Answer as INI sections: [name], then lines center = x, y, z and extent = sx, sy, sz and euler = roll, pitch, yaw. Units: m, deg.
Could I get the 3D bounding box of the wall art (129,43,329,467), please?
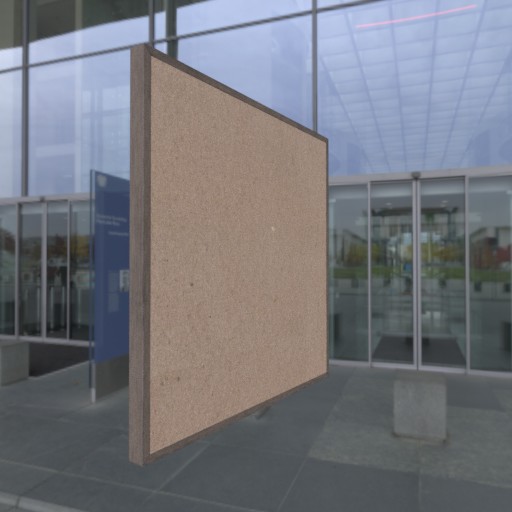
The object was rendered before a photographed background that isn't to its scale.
[wall art]
center = 0.000, 0.000, 1.119
extent = 0.038, 0.762, 0.762
euler = -1, -1, 35
